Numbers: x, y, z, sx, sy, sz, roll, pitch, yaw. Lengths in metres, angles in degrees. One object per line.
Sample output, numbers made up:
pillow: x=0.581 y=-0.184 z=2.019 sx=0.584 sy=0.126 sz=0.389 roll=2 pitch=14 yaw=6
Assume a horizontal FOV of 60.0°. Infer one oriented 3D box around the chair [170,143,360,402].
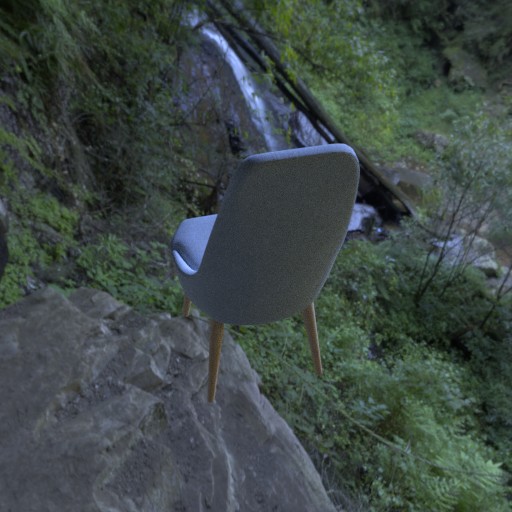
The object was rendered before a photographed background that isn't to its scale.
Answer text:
chair: x=0.000 y=0.000 z=1.401 sx=0.510 sy=1.040 sz=0.660 roll=-10 pitch=42 yaw=-12
